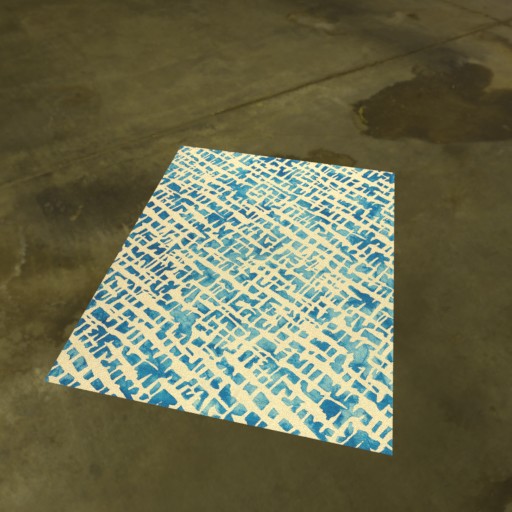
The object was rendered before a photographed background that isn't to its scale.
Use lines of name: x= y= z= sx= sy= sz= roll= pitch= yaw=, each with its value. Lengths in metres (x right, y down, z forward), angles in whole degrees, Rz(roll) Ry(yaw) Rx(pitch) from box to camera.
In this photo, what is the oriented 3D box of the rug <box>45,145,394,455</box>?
rug: x=0.000 y=0.000 z=3.979 sx=2.435 sy=0.007 sz=3.007 roll=9 pitch=48 yaw=8
